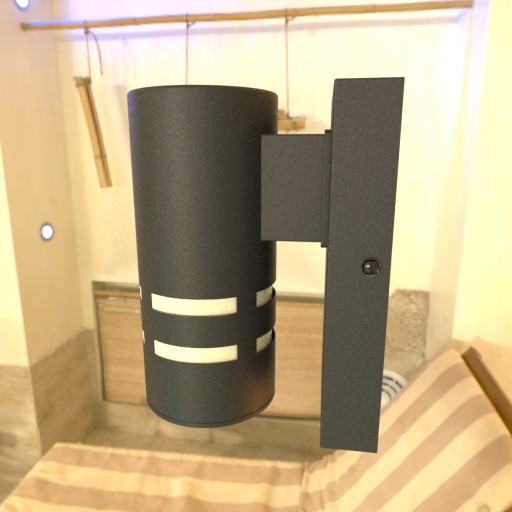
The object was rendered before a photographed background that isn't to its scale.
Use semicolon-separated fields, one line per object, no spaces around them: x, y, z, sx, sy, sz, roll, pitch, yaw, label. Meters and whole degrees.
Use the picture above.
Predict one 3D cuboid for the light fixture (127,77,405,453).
0.000;0.000;0.257;0.138;0.179;0.098;2;14;8;light fixture
